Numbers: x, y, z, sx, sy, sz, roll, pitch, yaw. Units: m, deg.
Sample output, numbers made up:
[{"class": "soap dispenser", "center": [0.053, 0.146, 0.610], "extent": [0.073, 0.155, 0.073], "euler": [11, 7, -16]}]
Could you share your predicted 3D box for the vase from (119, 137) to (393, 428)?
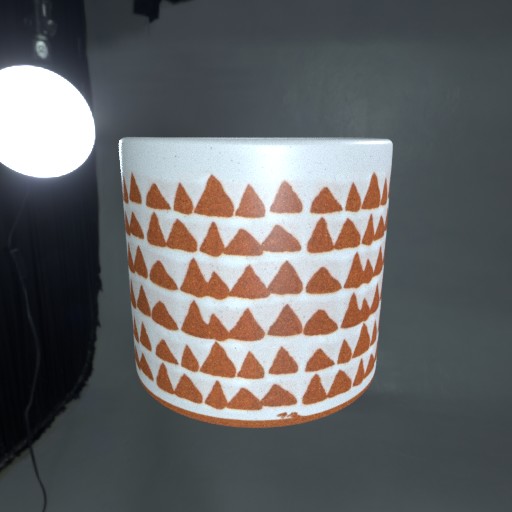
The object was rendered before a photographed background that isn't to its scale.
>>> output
[{"class": "vase", "center": [0.000, 0.000, 0.246], "extent": [0.137, 0.127, 0.137], "euler": [0, 15, 0]}]
